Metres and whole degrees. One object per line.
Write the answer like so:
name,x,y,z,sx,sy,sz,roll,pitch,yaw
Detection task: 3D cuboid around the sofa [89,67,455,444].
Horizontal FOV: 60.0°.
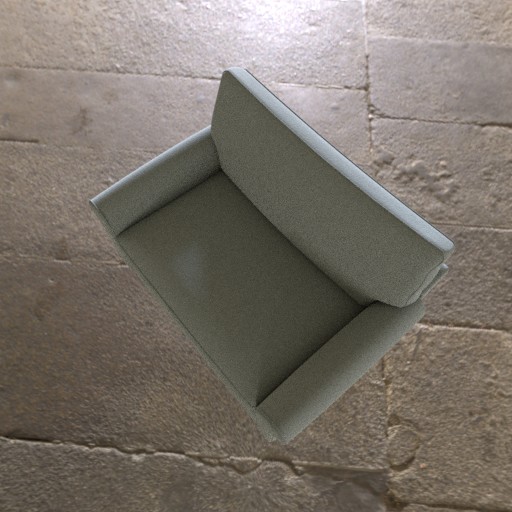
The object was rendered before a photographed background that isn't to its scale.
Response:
sofa,0.000,0.000,2.073,0.940,0.953,1.410,-37,69,-17
